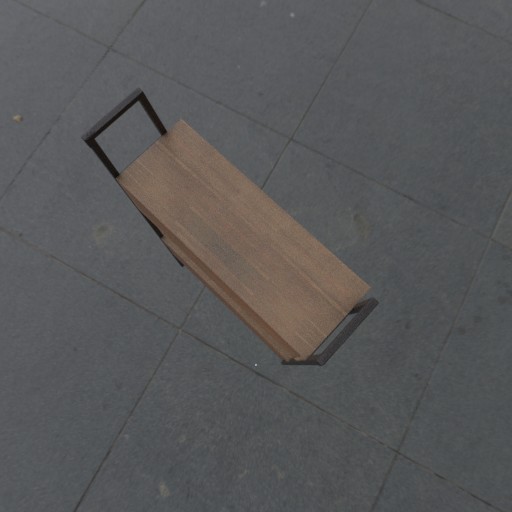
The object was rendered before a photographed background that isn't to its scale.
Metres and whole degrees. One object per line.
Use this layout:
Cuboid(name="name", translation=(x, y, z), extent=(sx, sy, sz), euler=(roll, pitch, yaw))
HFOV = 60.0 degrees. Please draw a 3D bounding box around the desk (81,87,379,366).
Cuboid(name="desk", translation=(0.000, 0.000, 2.181), extent=(0.982, 1.809, 0.515), euler=(43, 80, 9))
